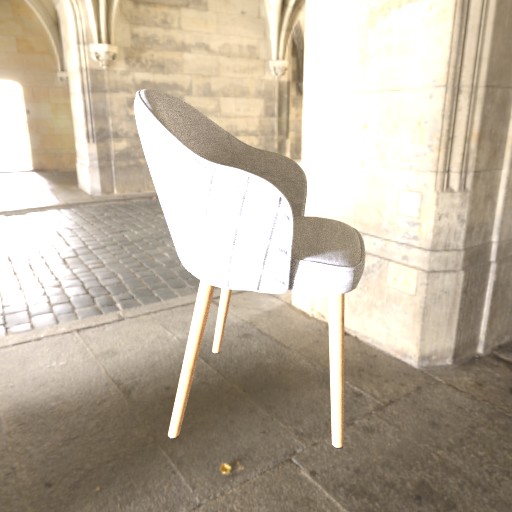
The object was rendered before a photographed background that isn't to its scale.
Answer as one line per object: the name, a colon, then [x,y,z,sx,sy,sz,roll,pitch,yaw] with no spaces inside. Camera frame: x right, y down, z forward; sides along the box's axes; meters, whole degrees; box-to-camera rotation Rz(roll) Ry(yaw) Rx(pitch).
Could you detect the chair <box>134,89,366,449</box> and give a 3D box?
chair: [0.000,0.000,1.129,0.530,0.800,0.540,3,17,9]
